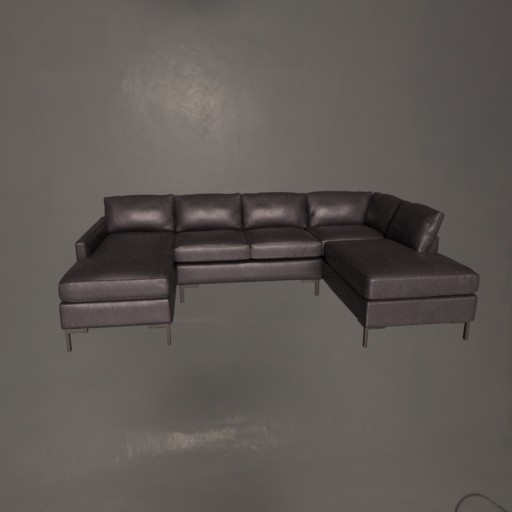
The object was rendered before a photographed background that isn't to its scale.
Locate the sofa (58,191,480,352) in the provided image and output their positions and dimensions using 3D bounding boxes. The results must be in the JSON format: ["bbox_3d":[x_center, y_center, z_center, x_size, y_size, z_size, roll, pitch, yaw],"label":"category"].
[{"bbox_3d":[0.000,0.000,3.853,2.956,0.900,1.939,-2,16,-8],"label":"sofa"}]
